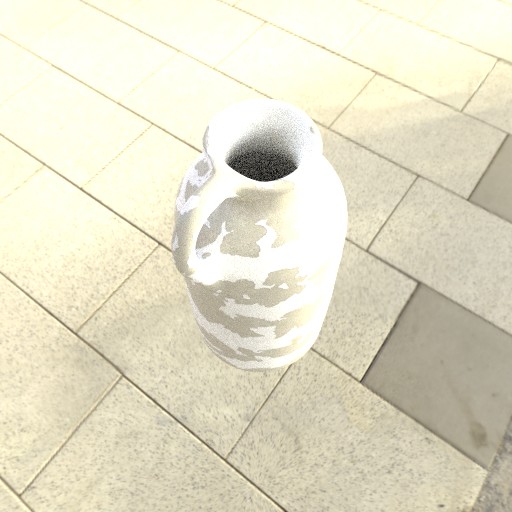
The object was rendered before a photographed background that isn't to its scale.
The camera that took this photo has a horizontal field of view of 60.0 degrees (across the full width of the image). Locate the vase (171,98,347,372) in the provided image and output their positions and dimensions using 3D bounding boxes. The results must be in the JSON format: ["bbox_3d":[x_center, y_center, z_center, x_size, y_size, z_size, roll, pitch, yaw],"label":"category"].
[{"bbox_3d":[0.000,0.000,0.488,0.186,0.382,0.203,31,67,15],"label":"vase"}]
